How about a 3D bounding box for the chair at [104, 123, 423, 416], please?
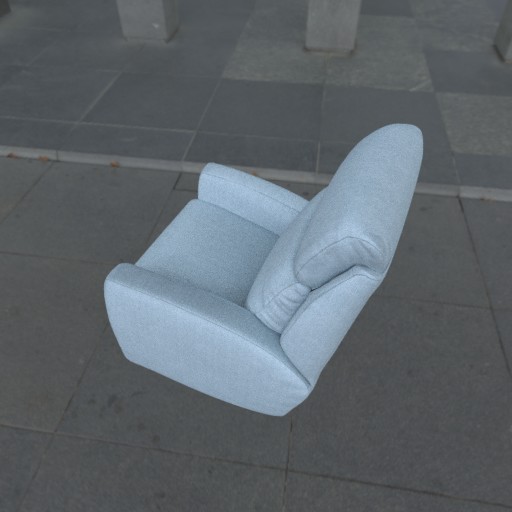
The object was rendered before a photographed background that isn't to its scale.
[{"bbox_3d":[0.000,0.000,1.653,0.940,1.013,0.812,17,48,16],"label":"chair"}]
